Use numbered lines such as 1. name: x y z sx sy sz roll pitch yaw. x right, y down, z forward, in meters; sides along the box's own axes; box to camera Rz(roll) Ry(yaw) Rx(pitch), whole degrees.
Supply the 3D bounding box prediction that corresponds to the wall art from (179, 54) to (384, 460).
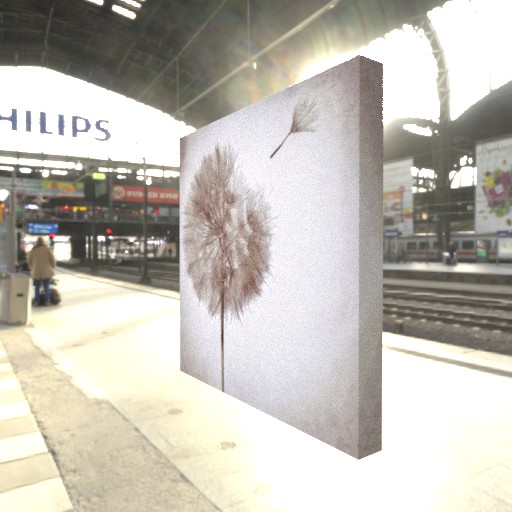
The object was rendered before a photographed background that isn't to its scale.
1. wall art: 0.000 0.000 0.462 0.028 0.303 0.303 -1 1 -36
